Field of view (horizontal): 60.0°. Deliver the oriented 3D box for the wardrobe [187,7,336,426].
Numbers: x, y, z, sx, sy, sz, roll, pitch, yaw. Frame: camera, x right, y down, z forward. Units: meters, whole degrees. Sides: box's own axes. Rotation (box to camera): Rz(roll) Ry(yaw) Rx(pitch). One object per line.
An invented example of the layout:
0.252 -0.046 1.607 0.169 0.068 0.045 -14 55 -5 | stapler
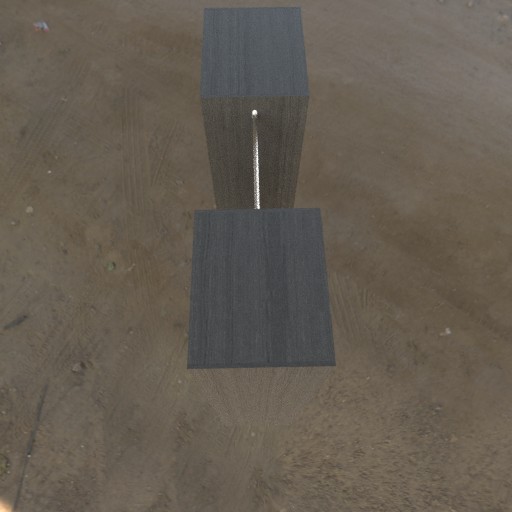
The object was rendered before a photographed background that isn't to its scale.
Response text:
0.000 0.000 2.711 0.480 2.000 1.770 -1 64 -1 | wardrobe
